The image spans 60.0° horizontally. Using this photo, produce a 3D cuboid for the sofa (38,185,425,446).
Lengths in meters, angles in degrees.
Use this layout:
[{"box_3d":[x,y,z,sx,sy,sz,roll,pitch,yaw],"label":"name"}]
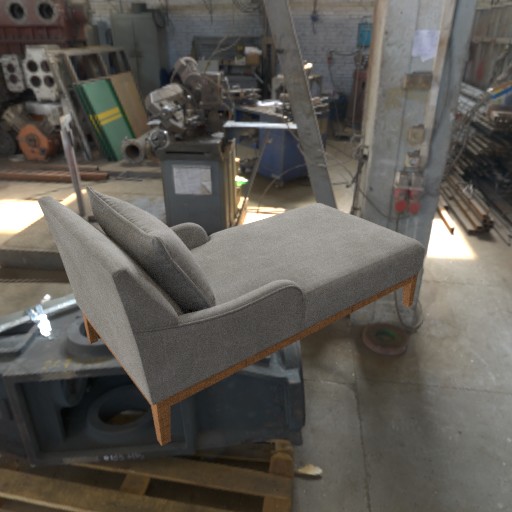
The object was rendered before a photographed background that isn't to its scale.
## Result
[{"box_3d":[0.000,0.000,2.313,1.779,0.859,0.894,-19,33,-33],"label":"sofa"}]
